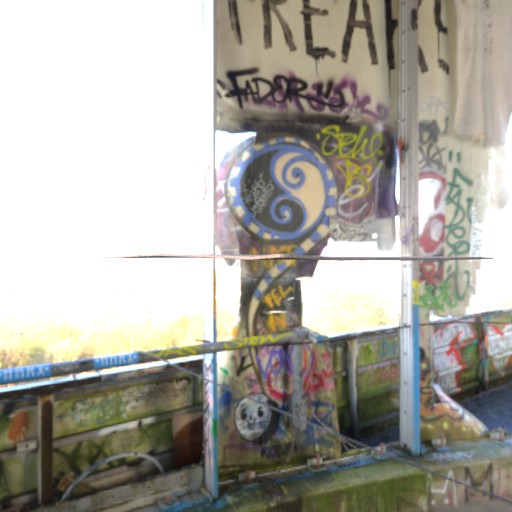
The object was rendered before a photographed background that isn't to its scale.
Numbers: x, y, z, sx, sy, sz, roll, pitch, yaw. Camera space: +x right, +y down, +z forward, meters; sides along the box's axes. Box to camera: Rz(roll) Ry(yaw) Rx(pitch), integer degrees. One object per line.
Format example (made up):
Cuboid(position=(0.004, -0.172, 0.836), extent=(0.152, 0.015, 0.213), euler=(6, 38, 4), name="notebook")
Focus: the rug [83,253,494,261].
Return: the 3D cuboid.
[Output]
Cuboid(position=(0.000, 0.000, 2.282), extent=(1.230, 0.025, 1.837), euler=(0, 0, -37), name="rug")
